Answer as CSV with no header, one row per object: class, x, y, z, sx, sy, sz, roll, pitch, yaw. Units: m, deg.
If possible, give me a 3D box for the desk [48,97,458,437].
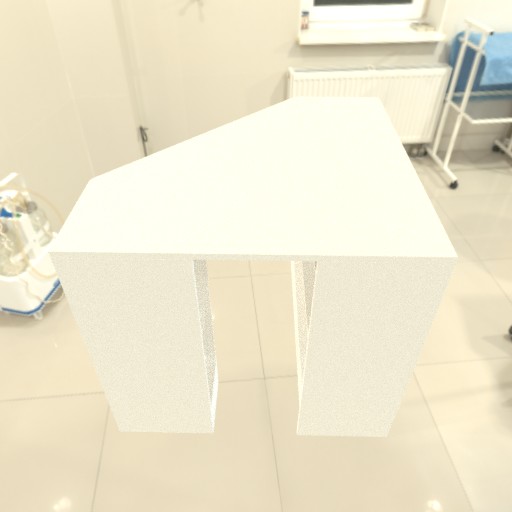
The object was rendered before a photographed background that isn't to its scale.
desk,0.000,0.000,1.622,0.926,0.818,0.940,1,41,1
